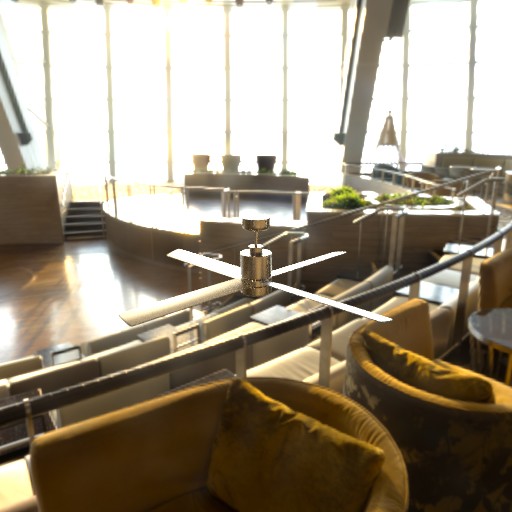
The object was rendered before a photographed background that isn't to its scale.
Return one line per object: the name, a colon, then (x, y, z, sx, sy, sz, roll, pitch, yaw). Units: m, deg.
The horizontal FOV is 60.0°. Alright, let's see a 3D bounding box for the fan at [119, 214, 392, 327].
fan: (0.000, 0.000, 1.986, 1.322, 0.355, 1.322, -15, 21, -43)
